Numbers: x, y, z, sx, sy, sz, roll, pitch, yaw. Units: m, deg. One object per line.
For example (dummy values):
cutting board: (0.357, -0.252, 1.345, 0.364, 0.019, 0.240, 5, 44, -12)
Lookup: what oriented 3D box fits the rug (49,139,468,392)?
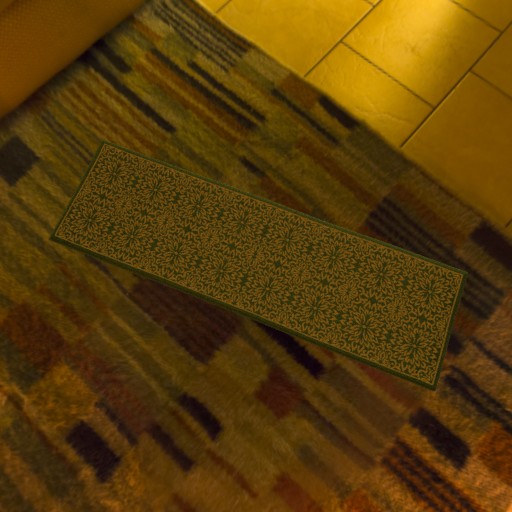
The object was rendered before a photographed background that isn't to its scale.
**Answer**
rug: (0.000, 0.000, 2.412, 2.196, 0.011, 0.662, 21, 76, 6)
